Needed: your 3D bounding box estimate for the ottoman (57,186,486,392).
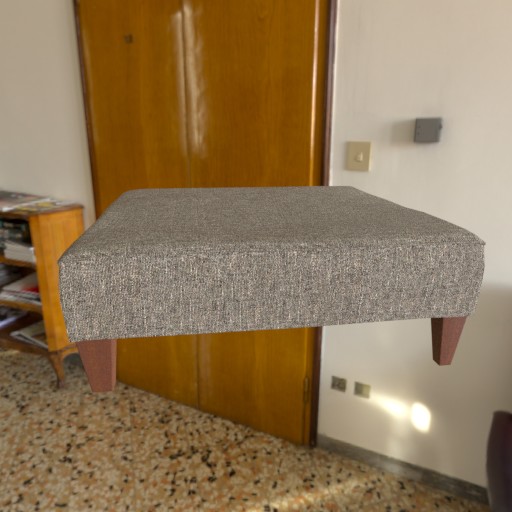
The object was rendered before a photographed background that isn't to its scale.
[{"bbox_3d":[0.000,0.000,1.499,1.016,0.379,0.981,-2,17,-8],"label":"ottoman"}]
